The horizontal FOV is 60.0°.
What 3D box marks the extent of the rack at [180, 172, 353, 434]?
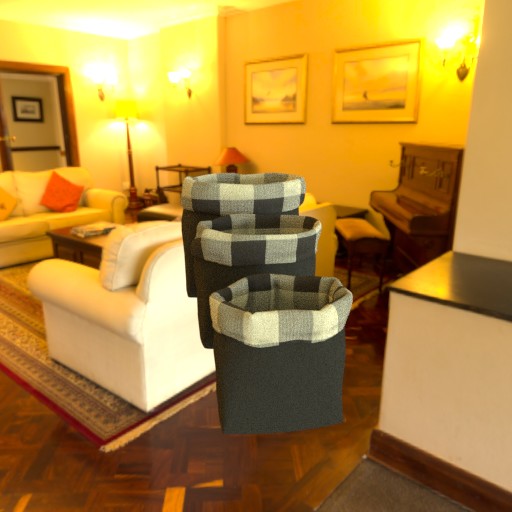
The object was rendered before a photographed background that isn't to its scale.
[{"bbox_3d":[0.000,0.000,1.074,0.370,0.329,0.889,-2,16,-7],"label":"rack"}]
